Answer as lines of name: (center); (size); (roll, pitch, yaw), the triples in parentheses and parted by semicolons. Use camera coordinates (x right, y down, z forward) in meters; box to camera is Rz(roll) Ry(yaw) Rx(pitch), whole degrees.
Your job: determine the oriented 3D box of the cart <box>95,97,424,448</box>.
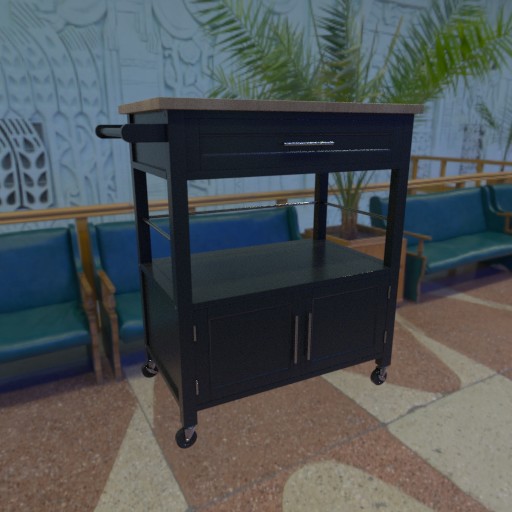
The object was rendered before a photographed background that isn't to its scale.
cart: (0.000, 0.000, 1.395); (0.840, 0.901, 0.459); (-8, 18, -26)
